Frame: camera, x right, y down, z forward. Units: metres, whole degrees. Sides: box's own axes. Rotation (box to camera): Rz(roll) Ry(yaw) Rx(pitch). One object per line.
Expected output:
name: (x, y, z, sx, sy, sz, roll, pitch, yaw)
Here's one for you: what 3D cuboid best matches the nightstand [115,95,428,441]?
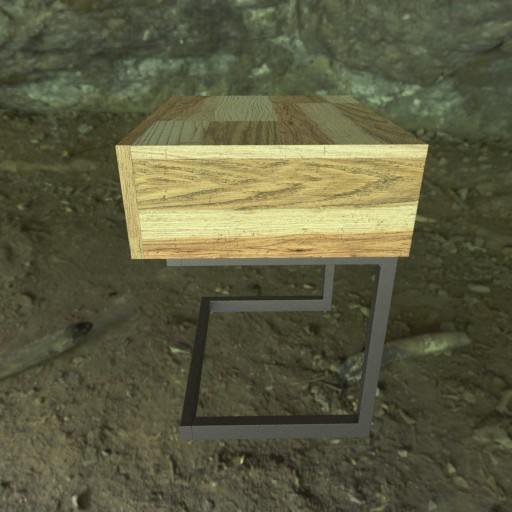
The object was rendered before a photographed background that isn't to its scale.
nightstand: (0.000, 0.000, 1.017, 0.481, 0.632, 0.558, 0, 27, -1)
